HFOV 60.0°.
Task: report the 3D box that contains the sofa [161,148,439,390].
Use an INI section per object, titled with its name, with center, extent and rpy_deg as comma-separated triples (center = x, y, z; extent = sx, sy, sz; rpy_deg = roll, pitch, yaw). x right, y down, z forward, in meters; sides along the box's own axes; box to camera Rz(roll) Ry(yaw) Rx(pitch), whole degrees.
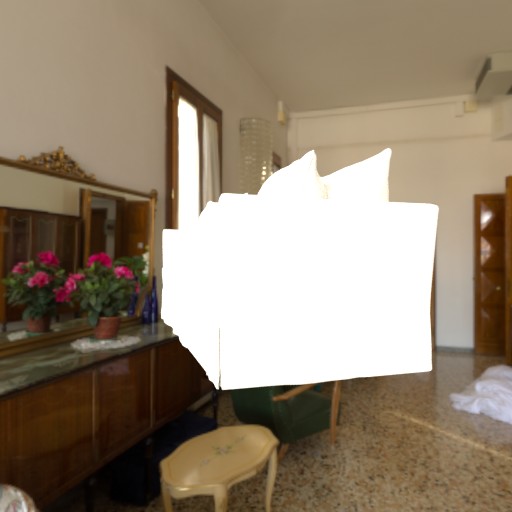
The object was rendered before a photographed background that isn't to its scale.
[sofa]
center = 0.000, 0.000, 2.869
extent = 1.031, 1.034, 2.290
rpy_deg = 0, 0, -17
